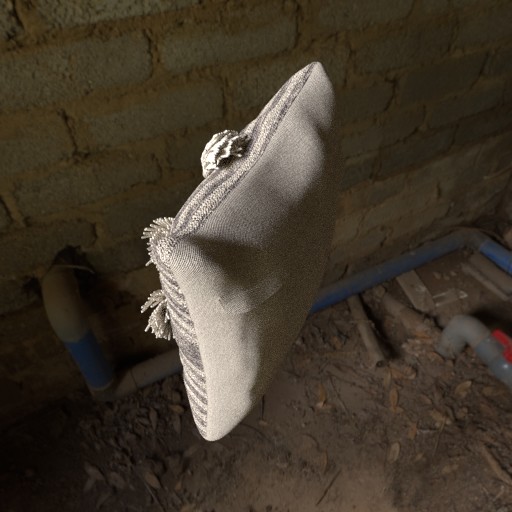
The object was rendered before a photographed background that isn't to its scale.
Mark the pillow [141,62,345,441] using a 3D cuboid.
[{"bbox_3d":[0.000,0.000,0.766,0.234,0.490,0.484,18,50,16],"label":"pillow"}]
